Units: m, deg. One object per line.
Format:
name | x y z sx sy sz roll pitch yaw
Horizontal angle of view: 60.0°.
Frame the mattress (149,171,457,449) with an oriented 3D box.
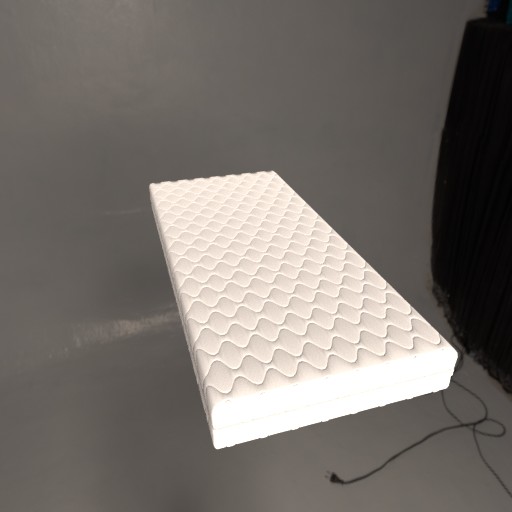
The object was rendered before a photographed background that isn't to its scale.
mattress | 0.000 0.000 2.317 0.900 0.200 2.000 -9 31 -15
